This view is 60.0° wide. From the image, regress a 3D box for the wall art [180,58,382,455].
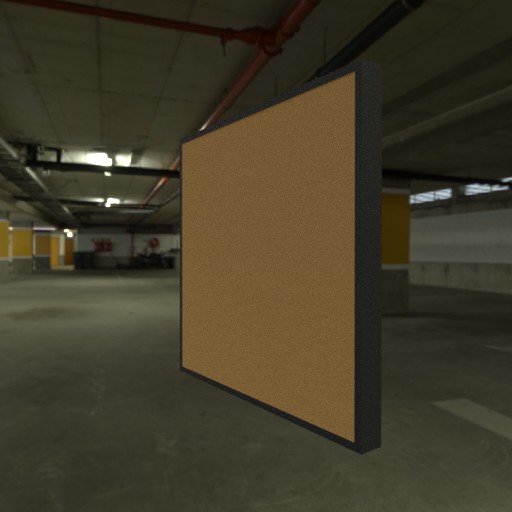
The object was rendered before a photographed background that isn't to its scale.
[{"bbox_3d":[0.000,0.000,0.785,0.040,0.509,0.509,0,1,-37],"label":"wall art"}]
